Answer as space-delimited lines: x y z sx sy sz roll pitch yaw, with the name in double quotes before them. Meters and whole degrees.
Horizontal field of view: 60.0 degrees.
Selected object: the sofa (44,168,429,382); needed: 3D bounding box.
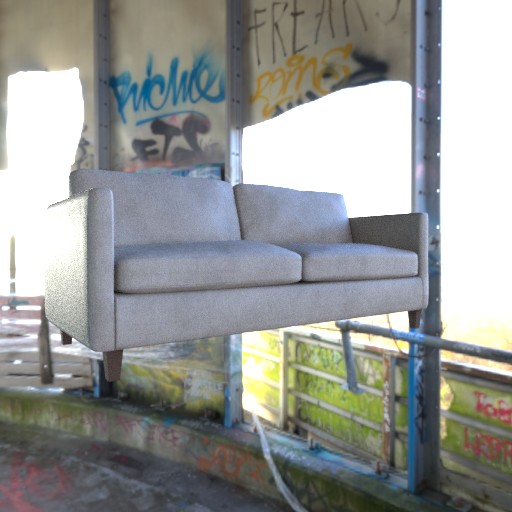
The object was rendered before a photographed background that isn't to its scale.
"sofa" 0.000 0.000 2.683 2.208 0.965 0.951 -1 1 -35
